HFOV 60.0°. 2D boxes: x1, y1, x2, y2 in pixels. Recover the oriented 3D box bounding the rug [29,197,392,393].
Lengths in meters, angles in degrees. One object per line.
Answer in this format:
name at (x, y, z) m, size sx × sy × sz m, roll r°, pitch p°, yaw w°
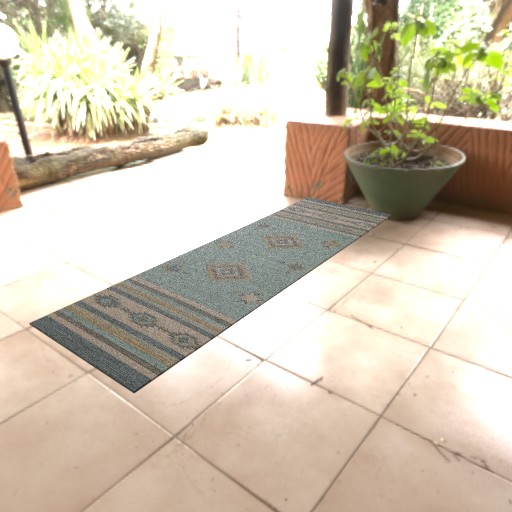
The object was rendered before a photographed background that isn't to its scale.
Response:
rug at (0.000, 0.000, 2.704) m, size 0.744 × 0.010 × 2.441 m, roll 18°, pitch 30°, yaw 33°
